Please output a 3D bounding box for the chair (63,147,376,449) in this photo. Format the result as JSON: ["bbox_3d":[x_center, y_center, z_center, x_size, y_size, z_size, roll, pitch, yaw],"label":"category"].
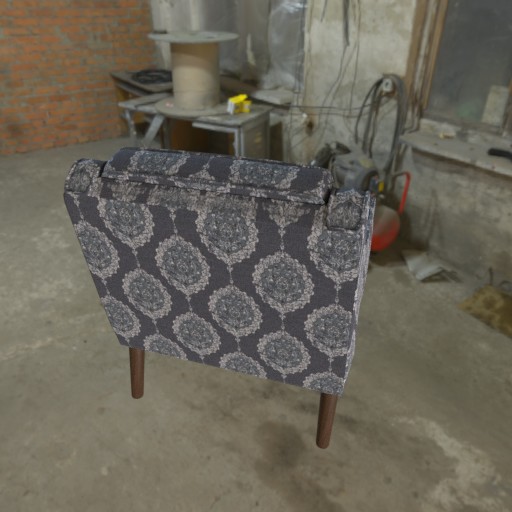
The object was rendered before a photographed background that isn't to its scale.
[{"bbox_3d":[0.000,0.000,1.342,0.663,0.792,0.743,9,32,15],"label":"chair"}]
